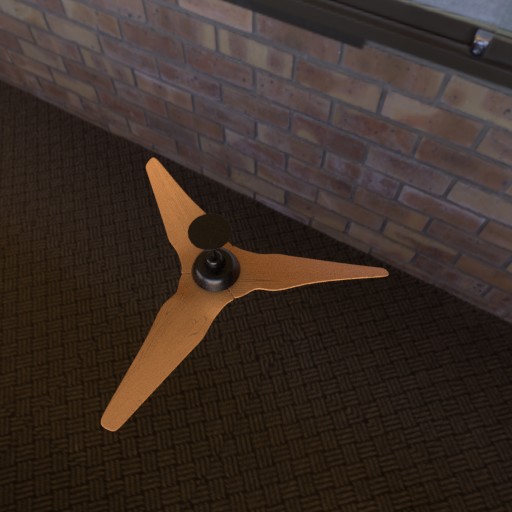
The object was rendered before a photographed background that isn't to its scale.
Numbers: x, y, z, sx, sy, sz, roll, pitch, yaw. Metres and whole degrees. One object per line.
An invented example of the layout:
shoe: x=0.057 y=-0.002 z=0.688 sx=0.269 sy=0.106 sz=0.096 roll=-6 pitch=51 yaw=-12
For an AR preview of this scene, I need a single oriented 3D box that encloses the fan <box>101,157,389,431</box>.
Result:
fan: x=0.000 y=0.000 z=1.613 sx=1.010 sy=0.355 sz=1.142 roll=-1 pitch=60 yaw=-1
